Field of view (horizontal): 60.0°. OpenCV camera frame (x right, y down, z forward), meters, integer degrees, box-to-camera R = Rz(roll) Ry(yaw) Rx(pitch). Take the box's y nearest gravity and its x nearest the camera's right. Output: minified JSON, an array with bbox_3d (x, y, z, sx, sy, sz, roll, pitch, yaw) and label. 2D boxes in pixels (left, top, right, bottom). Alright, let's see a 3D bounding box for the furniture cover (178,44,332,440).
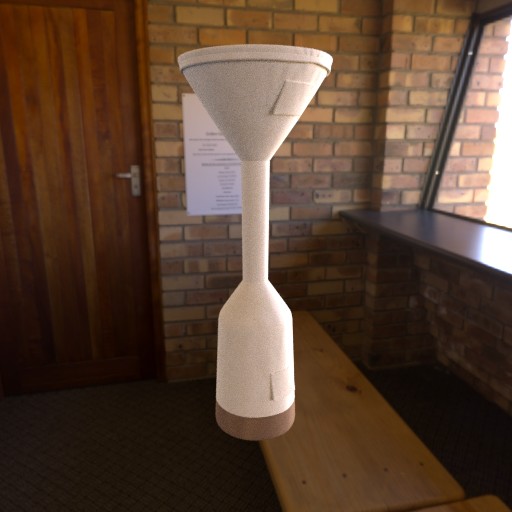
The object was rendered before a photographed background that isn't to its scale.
[{"bbox_3d":[0.000,0.000,2.940,0.914,2.413,0.914,14,20,43],"label":"furniture cover"}]
